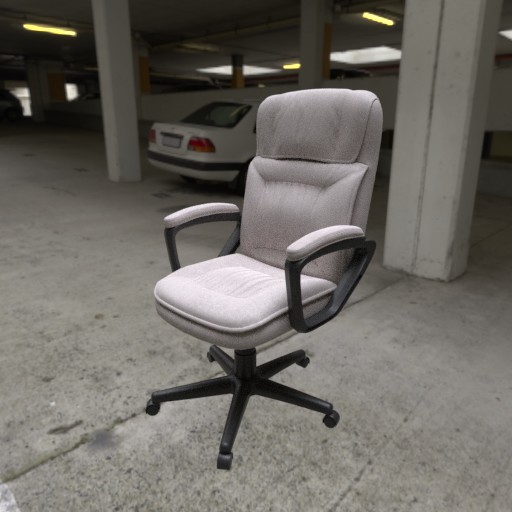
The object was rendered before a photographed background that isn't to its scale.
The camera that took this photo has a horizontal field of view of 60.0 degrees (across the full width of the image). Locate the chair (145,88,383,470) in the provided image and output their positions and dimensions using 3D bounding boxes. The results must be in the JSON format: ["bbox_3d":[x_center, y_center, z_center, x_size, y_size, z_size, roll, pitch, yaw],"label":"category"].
[{"bbox_3d":[0.000,0.000,1.523,0.667,1.105,0.724,16,23,41],"label":"chair"}]
